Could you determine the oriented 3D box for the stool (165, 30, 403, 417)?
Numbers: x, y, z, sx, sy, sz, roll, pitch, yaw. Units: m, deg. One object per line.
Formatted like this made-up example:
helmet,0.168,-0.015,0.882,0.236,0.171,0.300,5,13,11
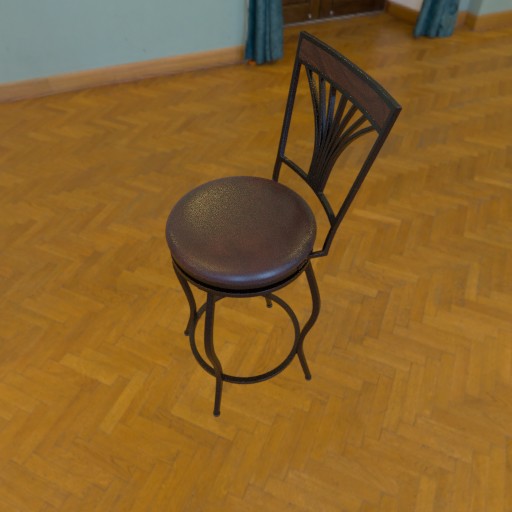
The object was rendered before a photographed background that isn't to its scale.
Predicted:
stool,0.000,0.000,1.369,0.514,1.117,0.433,-17,49,-15
